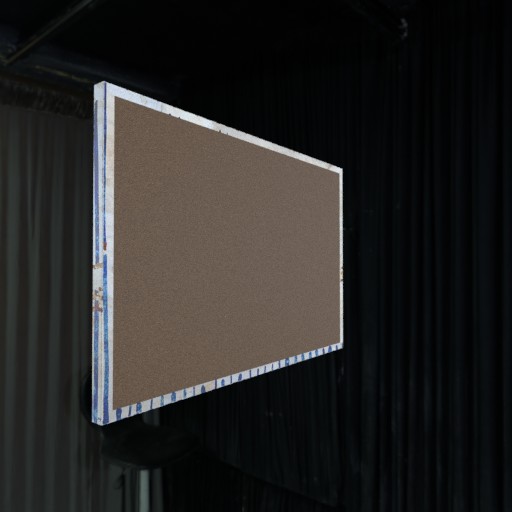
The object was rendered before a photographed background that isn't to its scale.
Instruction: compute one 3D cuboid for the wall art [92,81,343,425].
[{"bbox_3d":[0.000,0.000,1.153,0.030,0.609,0.919,-1,-1,38],"label":"wall art"}]
